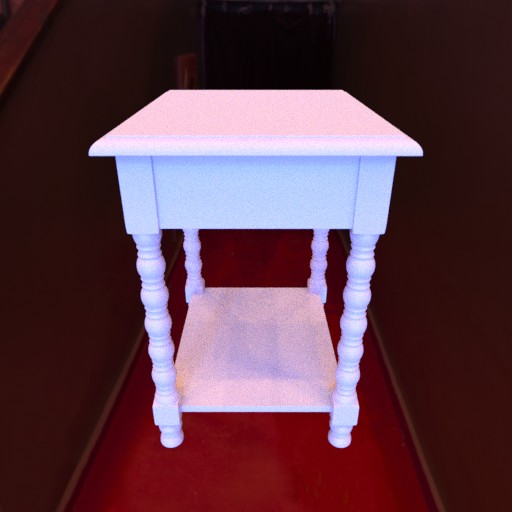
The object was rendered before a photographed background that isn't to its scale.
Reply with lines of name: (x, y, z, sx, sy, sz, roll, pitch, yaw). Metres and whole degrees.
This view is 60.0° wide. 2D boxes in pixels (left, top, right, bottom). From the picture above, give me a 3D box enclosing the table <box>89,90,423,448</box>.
table: (0.000, 0.000, 0.822, 0.381, 0.531, 0.460, 0, 27, 0)
